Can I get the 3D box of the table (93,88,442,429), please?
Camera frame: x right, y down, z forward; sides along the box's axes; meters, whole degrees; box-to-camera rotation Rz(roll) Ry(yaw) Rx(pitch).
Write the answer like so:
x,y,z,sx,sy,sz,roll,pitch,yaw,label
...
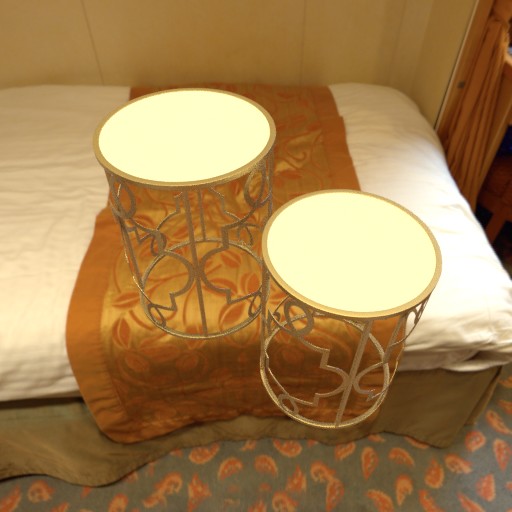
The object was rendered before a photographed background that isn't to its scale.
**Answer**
x,y,z,sx,sy,sz,roll,pitch,yaw,label
0.000,0.000,1.142,0.846,0.564,0.420,31,54,26,table
